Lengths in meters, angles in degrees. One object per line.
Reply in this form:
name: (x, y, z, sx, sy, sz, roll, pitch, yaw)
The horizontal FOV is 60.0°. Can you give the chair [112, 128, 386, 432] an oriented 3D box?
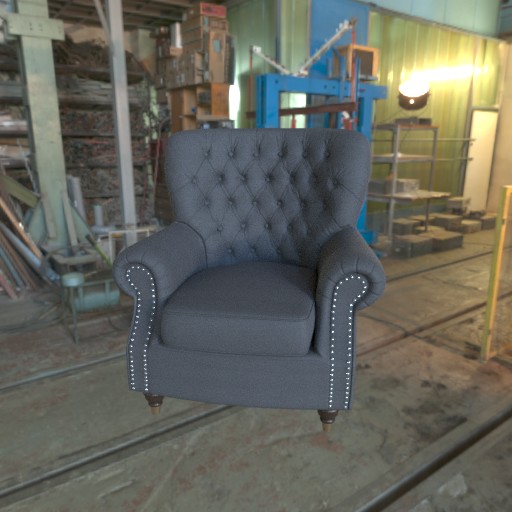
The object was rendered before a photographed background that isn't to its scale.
chair: (0.000, 0.000, 1.851, 0.983, 1.046, 0.983, 2, 15, 9)
